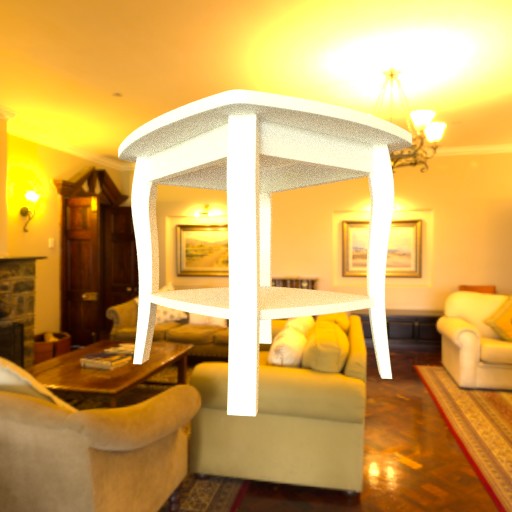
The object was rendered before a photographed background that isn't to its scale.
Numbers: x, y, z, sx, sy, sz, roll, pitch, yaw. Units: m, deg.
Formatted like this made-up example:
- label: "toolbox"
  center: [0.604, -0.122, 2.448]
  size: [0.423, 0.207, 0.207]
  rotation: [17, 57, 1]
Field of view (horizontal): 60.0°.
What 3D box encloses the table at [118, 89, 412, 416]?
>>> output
- label: "table"
  center: [0.000, 0.000, 0.862]
  size: [0.451, 0.438, 0.502]
  rotation: [0, 1, -37]
